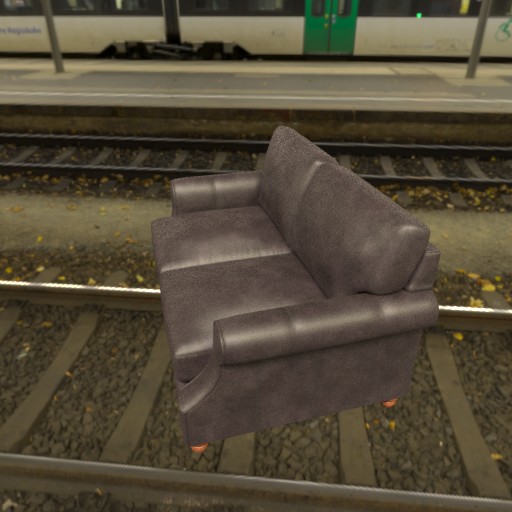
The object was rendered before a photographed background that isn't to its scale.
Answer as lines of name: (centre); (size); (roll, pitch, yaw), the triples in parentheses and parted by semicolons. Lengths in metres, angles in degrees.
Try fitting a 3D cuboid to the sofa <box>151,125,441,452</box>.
sofa: (0.000, 0.000, 2.334); (1.030, 0.979, 1.663); (-8, 31, -13)
